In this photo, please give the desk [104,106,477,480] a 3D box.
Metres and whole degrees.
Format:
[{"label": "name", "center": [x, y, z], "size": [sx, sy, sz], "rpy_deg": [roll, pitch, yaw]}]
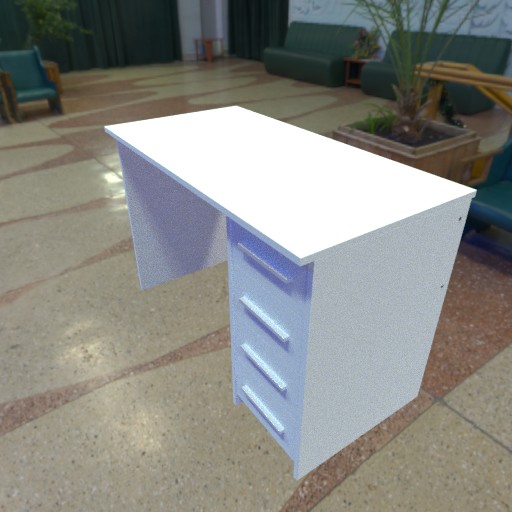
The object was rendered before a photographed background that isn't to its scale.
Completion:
[{"label": "desk", "center": [0.000, 0.000, 1.523], "size": [0.560, 0.730, 1.096], "rpy_deg": [-20, 37, -29]}]
